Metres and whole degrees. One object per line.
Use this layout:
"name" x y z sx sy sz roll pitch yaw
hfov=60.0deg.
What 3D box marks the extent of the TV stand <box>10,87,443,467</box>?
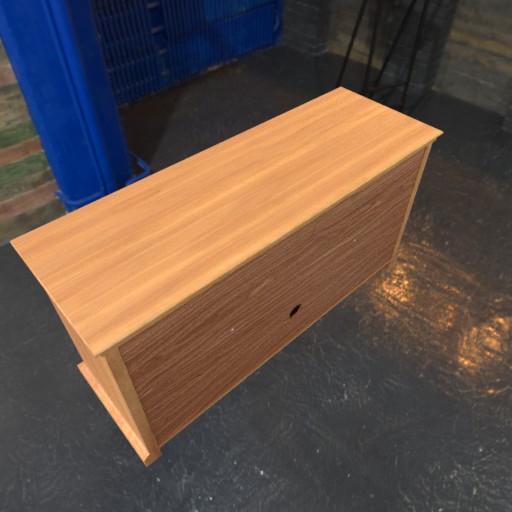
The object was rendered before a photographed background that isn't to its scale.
"TV stand" 0.000 0.000 1.413 1.181 0.607 0.417 -33 54 -28
